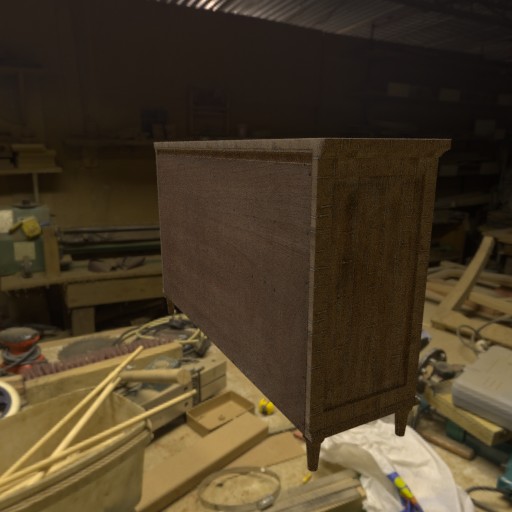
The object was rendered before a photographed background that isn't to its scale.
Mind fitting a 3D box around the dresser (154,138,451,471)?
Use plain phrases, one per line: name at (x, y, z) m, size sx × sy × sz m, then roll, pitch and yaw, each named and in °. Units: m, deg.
dresser at (0.000, 0.000, 2.029) m, size 0.457 × 1.016 × 1.626 m, roll -7°, pitch 16°, yaw -27°
